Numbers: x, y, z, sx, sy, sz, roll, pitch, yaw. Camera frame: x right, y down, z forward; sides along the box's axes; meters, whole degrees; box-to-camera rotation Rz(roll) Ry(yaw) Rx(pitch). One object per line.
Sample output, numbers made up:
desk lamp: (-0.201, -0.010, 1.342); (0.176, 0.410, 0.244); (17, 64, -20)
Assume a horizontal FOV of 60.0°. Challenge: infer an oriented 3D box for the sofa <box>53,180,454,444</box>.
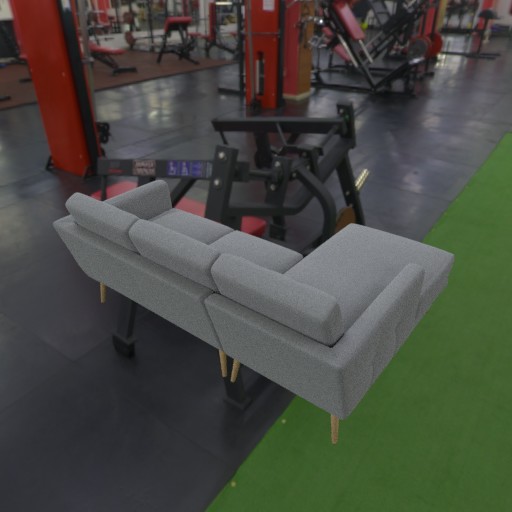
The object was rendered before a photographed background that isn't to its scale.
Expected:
sofa: (0.000, 0.000, 2.817); (2.040, 0.860, 1.530); (22, 37, 32)
